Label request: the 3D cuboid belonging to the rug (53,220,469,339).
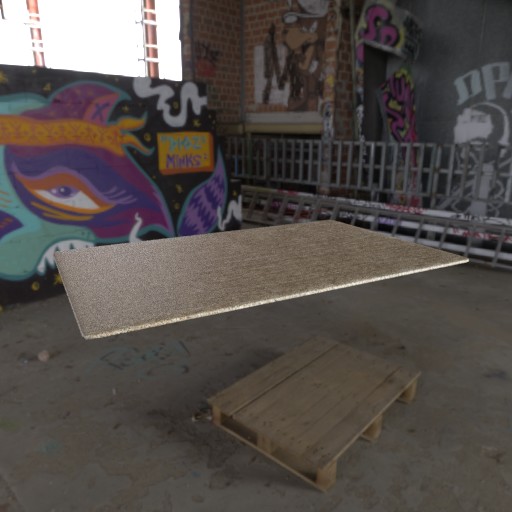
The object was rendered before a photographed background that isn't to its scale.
[{"bbox_3d":[0.000,0.000,3.069,2.469,0.024,1.539,-8,18,-27],"label":"rug"}]
